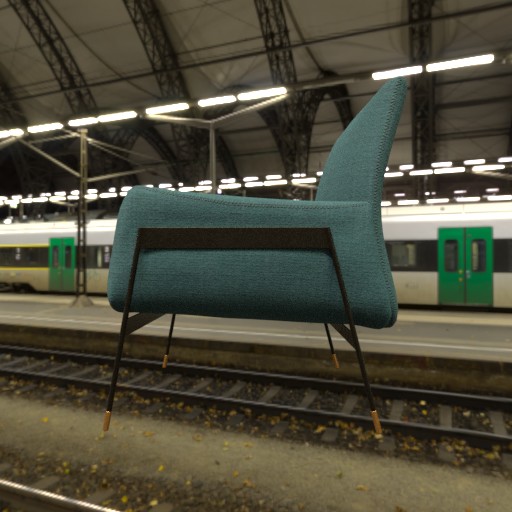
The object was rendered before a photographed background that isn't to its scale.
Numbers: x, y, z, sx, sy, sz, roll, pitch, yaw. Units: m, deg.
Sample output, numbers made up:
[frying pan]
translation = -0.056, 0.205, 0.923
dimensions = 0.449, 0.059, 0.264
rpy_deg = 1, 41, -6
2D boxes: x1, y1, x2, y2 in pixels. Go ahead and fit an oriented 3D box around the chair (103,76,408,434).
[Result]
[chair]
translation = 0.000, 0.000, 1.391
dimensions = 0.769, 0.859, 0.678
rpy_deg = 0, 0, 1
